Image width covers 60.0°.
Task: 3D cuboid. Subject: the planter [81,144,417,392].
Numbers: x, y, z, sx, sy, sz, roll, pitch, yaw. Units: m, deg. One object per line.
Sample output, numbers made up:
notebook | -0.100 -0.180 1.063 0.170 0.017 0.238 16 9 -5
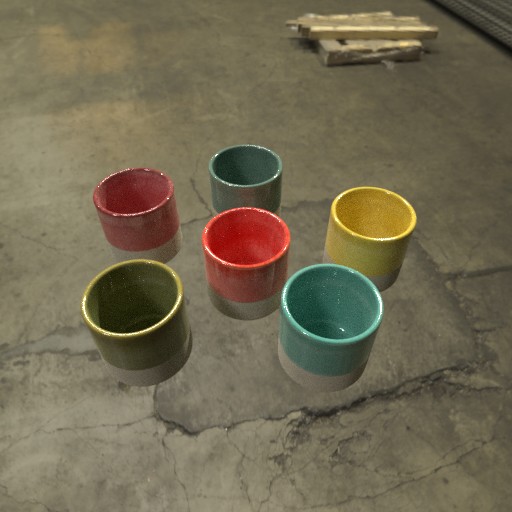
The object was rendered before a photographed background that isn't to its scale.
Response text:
planter | 0.000 0.000 0.408 0.286 0.075 0.257 -9 47 -9
